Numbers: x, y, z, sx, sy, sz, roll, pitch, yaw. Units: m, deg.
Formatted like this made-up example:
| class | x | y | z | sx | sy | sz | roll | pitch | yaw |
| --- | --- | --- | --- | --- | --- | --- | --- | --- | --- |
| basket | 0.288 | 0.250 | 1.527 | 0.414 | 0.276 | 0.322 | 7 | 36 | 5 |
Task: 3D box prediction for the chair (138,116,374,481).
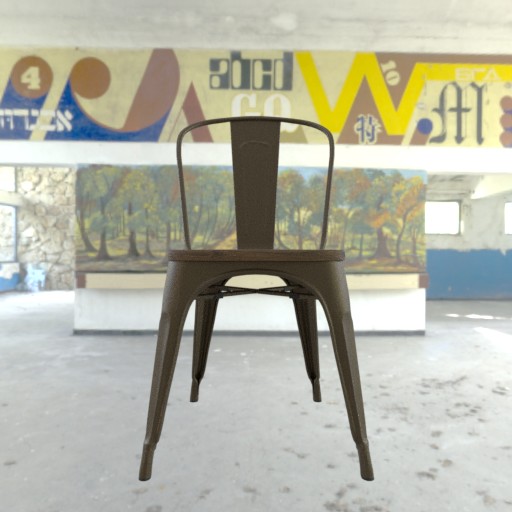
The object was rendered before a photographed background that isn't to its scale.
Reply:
| class | x | y | z | sx | sy | sz | roll | pitch | yaw |
| --- | --- | --- | --- | --- | --- | --- | --- | --- | --- |
| chair | 0.000 | 0.000 | 1.097 | 0.451 | 0.844 | 0.532 | 0 | 1 | 0 |
